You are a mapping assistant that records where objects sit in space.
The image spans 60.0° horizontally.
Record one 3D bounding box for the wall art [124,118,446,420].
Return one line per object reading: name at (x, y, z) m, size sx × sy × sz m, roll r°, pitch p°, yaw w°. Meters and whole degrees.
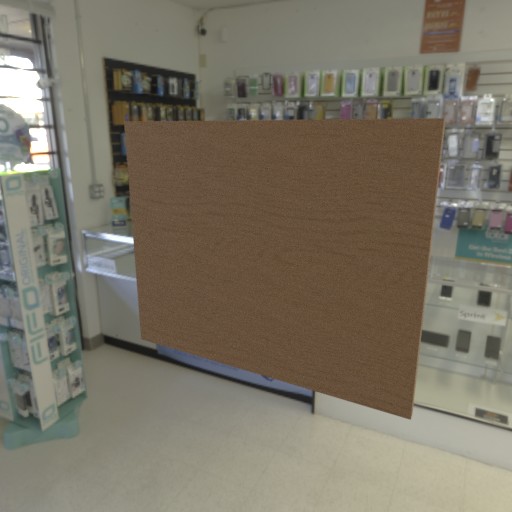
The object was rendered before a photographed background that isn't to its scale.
wall art at (0.000, 0.000, 0.694) m, size 0.508 × 0.406 × 0.013 m, roll 9°, pitch 18°, yaw 28°
